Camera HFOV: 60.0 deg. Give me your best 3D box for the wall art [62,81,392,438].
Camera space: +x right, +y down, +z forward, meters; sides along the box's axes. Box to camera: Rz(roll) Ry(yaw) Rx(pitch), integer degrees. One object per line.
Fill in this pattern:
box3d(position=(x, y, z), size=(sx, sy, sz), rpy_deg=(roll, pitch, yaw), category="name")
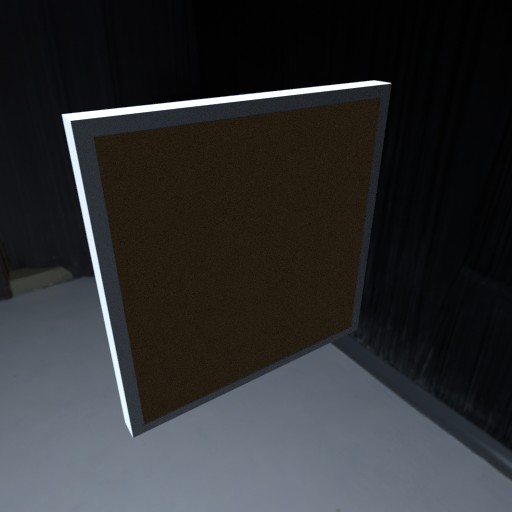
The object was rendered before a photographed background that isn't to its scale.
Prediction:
box3d(position=(0.000, 0.000, 0.736), size=(0.506, 0.506, 0.038), rpy_deg=(-18, 34, -29), category="wall art")
